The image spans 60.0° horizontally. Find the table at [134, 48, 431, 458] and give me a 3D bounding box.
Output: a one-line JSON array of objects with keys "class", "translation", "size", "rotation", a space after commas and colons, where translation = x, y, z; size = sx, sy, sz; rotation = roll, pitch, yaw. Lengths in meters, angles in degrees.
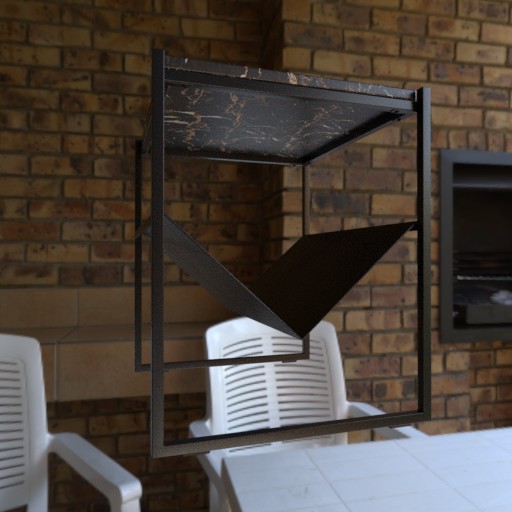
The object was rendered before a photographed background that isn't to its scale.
[{"class": "table", "translation": [0.000, 0.000, 0.858], "size": [0.432, 0.534, 0.469], "rotation": [0, 0, -18]}]
